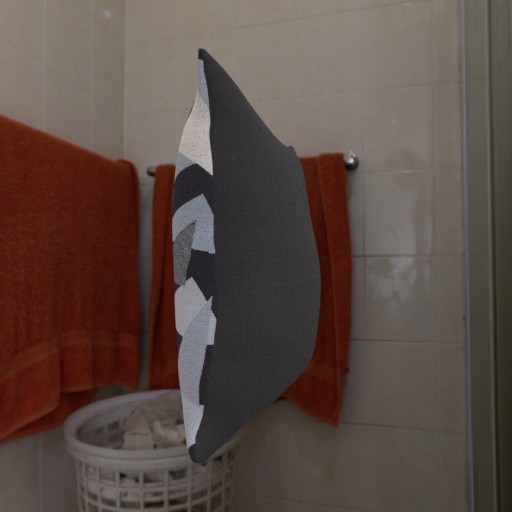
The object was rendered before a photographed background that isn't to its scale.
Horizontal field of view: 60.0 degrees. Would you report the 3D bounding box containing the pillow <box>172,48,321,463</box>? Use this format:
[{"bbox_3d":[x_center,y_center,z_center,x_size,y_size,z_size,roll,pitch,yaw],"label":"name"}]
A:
[{"bbox_3d":[0.000,0.000,0.755,0.208,0.496,0.503,0,-1,17],"label":"pillow"}]
